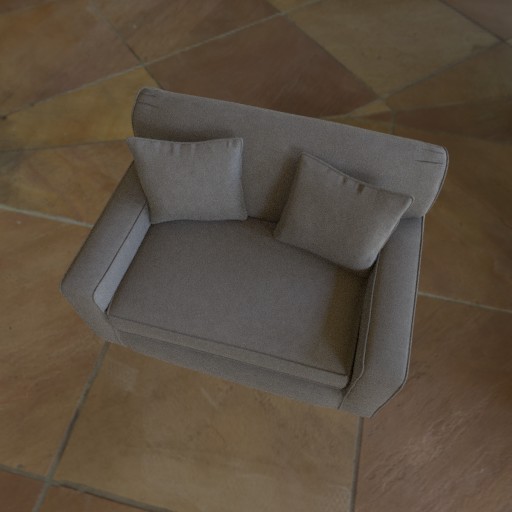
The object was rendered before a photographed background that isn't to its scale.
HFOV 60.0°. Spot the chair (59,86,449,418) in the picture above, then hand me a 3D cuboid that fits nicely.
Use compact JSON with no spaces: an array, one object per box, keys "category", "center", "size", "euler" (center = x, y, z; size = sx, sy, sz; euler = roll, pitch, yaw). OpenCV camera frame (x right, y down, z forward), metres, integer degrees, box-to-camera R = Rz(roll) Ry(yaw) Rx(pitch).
[{"category":"chair","center":[0.000,0.000,2.022],"size":[1.395,0.953,0.992],"euler":[14,59,9]}]
